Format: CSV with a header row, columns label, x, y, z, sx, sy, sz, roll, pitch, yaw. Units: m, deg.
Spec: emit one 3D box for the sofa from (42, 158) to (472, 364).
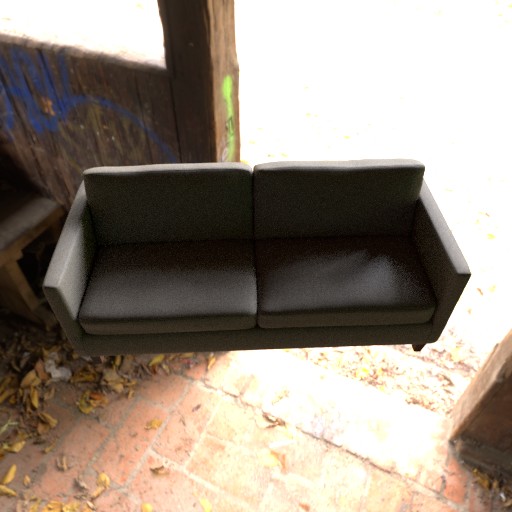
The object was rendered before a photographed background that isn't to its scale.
label,x,y,z,sx,sy,sz,roll,pitch,yaw
sofa,0.000,0.000,2.730,2.208,0.963,0.956,-2,46,-2
